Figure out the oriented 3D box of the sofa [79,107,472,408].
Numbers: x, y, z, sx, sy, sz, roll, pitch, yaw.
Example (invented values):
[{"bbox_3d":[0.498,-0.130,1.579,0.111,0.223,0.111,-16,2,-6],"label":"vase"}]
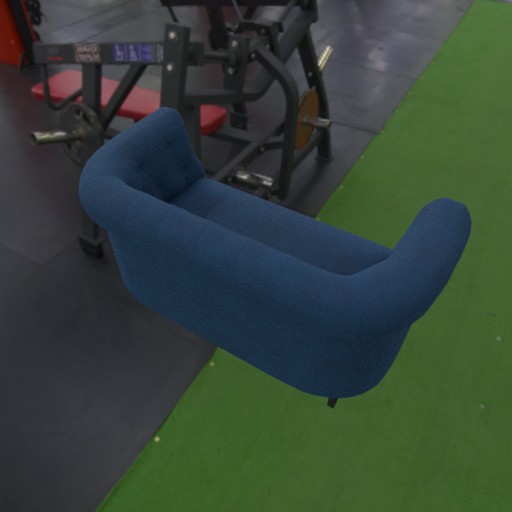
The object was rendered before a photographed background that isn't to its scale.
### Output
[{"bbox_3d":[0.000,0.000,2.003,1.558,0.827,0.835,24,50,22],"label":"sofa"}]
